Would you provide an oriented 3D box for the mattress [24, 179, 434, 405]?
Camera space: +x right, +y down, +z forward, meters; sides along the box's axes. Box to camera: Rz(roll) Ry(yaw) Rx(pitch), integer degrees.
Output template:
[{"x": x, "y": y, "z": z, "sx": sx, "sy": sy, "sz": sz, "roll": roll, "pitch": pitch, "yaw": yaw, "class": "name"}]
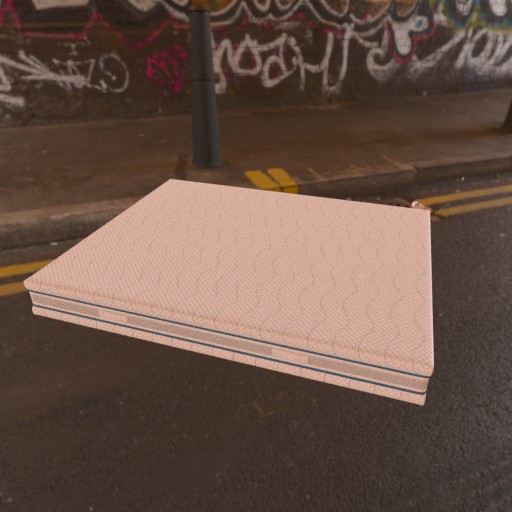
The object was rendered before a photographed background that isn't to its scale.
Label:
[{"x": 0.000, "y": 0.000, "z": 2.718, "sx": 2.000, "sy": 0.230, "sz": 1.600, "roll": 9, "pitch": 31, "yaw": 16, "class": "mattress"}]
